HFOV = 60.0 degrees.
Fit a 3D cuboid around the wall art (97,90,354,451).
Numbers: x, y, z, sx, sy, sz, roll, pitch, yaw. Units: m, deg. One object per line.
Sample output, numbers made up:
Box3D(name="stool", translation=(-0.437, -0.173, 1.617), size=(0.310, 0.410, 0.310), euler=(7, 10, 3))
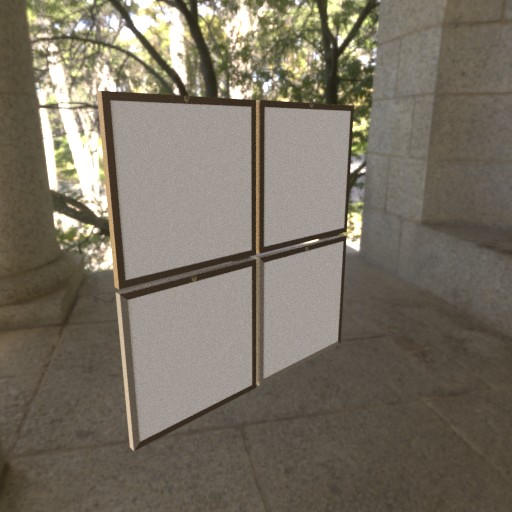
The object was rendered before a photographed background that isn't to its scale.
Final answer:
Box3D(name="wall art", translation=(0.000, 0.000, 1.550), size=(1.032, 1.032, 0.030), euler=(-14, 21, -41))
